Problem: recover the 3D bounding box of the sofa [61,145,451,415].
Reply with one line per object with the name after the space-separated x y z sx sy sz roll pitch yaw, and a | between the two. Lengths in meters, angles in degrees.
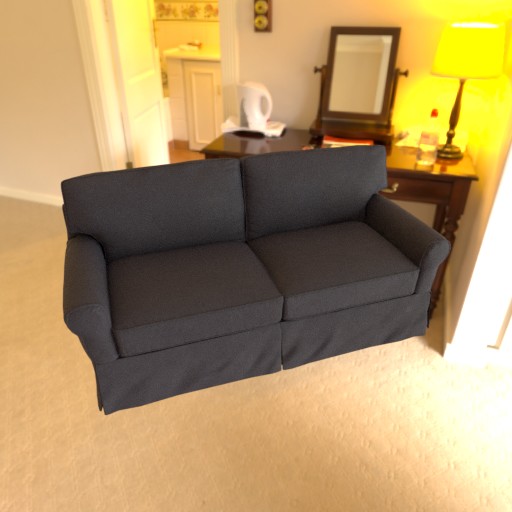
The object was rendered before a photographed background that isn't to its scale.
0.000 0.000 2.806 2.256 1.094 0.983 -10 32 -16 | sofa
